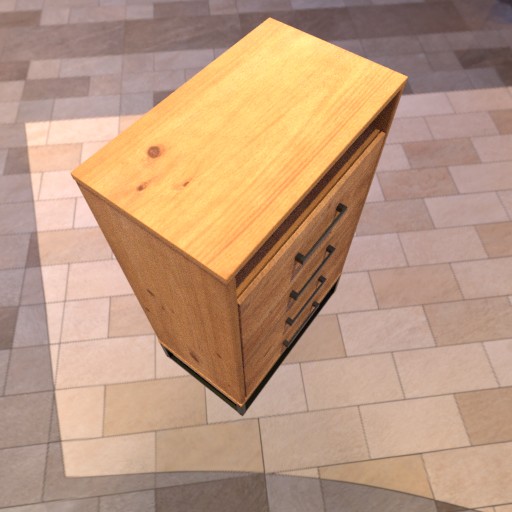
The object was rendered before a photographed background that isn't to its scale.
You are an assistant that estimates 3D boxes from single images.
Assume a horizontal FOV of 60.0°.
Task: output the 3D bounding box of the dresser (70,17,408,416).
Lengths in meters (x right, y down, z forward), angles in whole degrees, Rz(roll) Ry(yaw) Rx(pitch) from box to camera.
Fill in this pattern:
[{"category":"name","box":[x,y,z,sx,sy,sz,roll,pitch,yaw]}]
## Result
[{"category":"dresser","box":[0.000,0.000,1.601,0.479,1.240,0.761,33,64,18]}]
